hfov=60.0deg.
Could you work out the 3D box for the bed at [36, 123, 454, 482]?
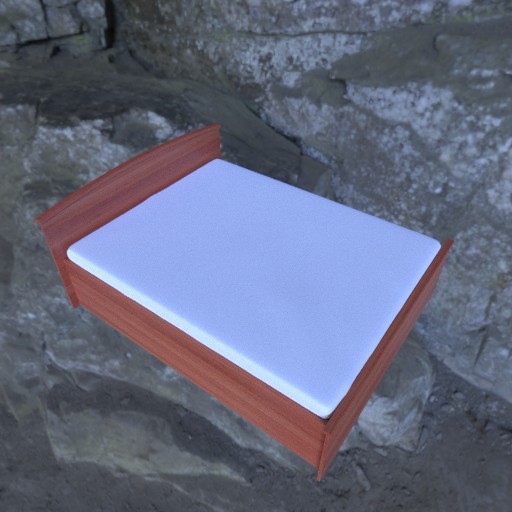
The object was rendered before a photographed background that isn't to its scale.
[{"bbox_3d":[0.000,0.000,2.949,2.053,0.848,1.683,25,47,27],"label":"bed"}]
